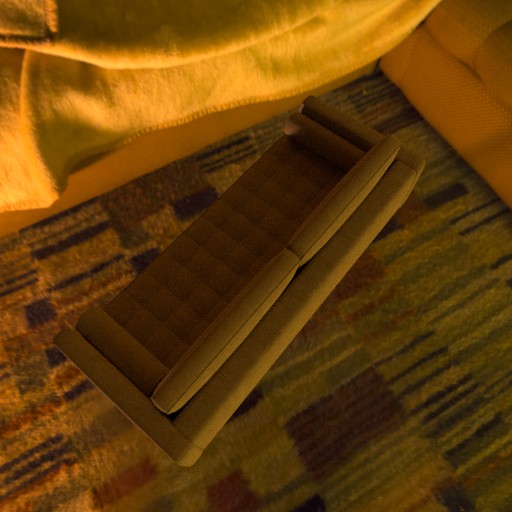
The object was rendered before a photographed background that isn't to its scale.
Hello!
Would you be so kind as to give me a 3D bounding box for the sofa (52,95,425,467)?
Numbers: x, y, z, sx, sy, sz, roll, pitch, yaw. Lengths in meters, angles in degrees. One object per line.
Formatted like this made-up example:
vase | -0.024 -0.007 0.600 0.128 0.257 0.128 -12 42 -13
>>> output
sofa | 0.000 0.000 2.623 0.919 0.770 2.200 36 69 17
